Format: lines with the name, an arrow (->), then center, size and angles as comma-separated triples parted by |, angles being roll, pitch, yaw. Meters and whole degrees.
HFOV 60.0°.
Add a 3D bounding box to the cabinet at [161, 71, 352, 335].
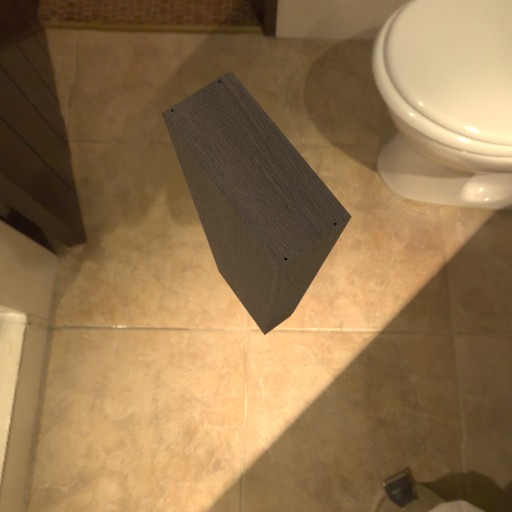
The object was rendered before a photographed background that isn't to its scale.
cabinet -> 0.000, 0.000, 1.952 | 0.230, 1.790, 0.500 | -35, 78, -9
